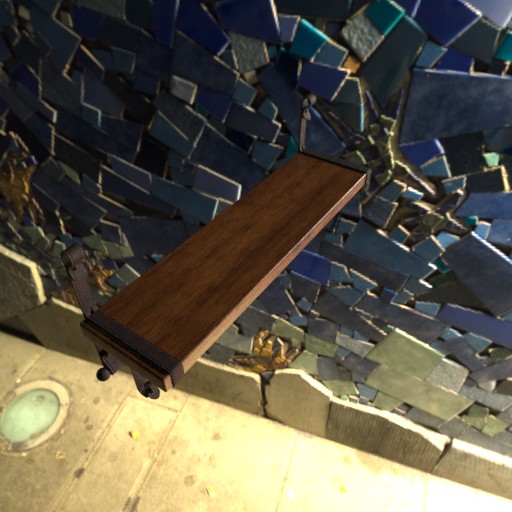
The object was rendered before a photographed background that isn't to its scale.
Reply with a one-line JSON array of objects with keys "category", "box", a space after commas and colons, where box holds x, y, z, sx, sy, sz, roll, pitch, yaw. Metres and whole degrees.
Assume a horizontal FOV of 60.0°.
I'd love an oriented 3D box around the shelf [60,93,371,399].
[{"category": "shelf", "box": [0.000, 0.000, 0.714, 0.146, 0.330, 0.567, 25, 47, 25]}]
